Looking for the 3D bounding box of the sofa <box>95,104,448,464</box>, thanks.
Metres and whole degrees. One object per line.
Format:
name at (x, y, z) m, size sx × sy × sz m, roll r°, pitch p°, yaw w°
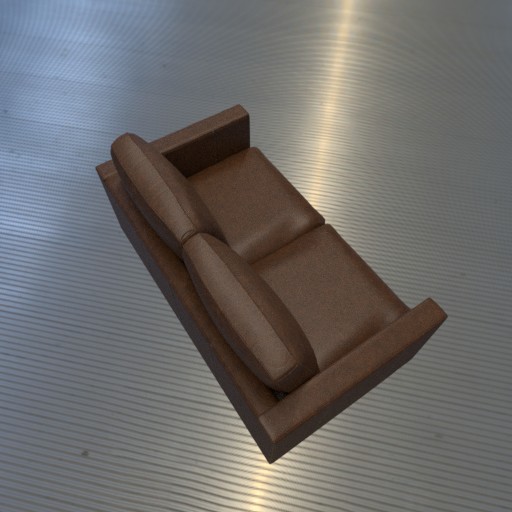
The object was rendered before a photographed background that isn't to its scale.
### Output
sofa at (0.000, 0.000, 2.195) m, size 0.909 × 0.951 × 1.578 m, roll -29°, pitch 62°, yaw -17°
